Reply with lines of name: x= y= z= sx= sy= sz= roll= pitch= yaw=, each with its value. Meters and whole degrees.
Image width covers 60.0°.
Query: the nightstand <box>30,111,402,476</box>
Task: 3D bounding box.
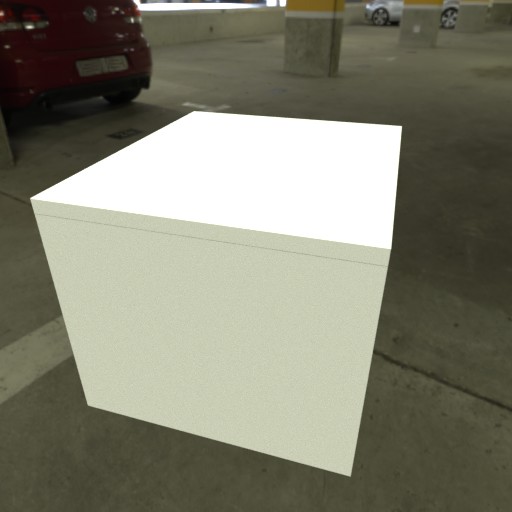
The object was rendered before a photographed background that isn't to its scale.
nightstand: x=0.000 y=0.000 z=0.749 sx=0.408 sy=0.351 sz=0.470 roll=9 pitch=32 yaw=15
